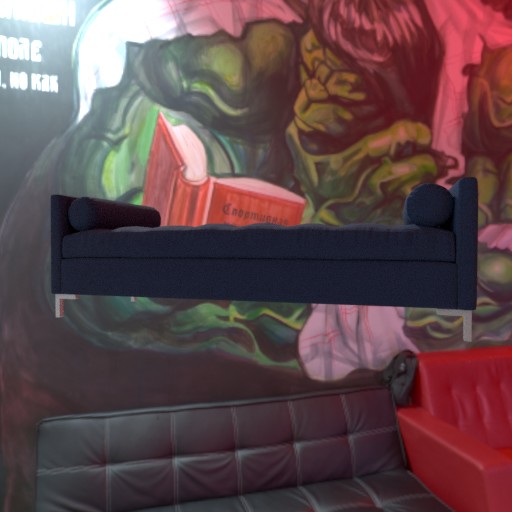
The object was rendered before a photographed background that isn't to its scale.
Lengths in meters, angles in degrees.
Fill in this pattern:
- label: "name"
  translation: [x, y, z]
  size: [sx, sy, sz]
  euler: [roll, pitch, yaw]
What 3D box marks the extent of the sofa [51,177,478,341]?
- label: "sofa"
  translation: [0.000, 0.000, 2.422]
  size: [2.102, 0.657, 0.797]
  euler: [0, 1, 17]
